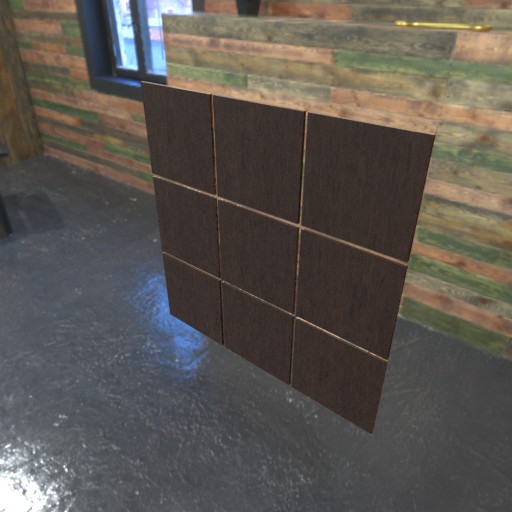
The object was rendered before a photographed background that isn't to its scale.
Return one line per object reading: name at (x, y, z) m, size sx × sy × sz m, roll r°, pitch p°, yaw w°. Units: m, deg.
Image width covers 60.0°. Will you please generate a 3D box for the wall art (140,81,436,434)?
wall art at (0.000, 0.000, 1.808) m, size 1.215 × 1.213 × 0.013 m, roll 23°, pitch 38°, yaw 33°
